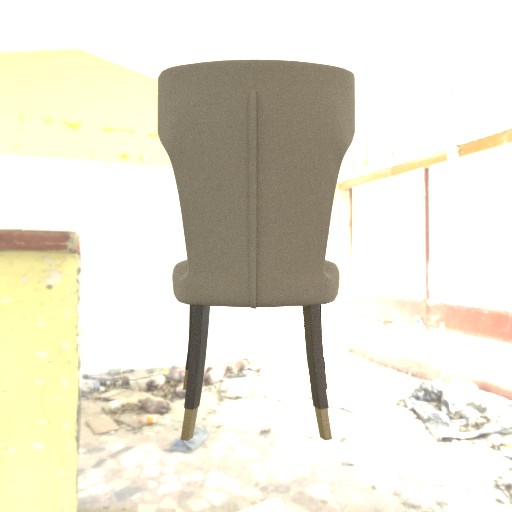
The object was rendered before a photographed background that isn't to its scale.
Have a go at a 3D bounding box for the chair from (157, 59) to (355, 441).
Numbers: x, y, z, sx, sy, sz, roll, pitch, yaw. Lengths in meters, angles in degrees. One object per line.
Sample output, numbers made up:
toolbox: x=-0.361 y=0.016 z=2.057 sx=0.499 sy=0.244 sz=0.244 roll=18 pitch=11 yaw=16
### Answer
chair: x=0.000 y=0.000 z=1.333 sx=0.526 sy=0.950 sz=0.630 roll=0 pitch=0 yaw=0
